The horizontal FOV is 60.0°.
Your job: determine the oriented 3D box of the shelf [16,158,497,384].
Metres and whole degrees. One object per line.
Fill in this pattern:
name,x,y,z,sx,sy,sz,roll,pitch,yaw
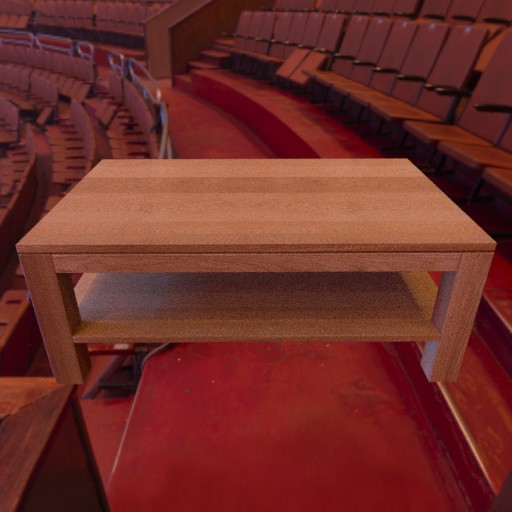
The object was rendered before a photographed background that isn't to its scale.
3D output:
shelf,0.000,0.000,1.472,1.150,0.450,0.700,0,29,0
